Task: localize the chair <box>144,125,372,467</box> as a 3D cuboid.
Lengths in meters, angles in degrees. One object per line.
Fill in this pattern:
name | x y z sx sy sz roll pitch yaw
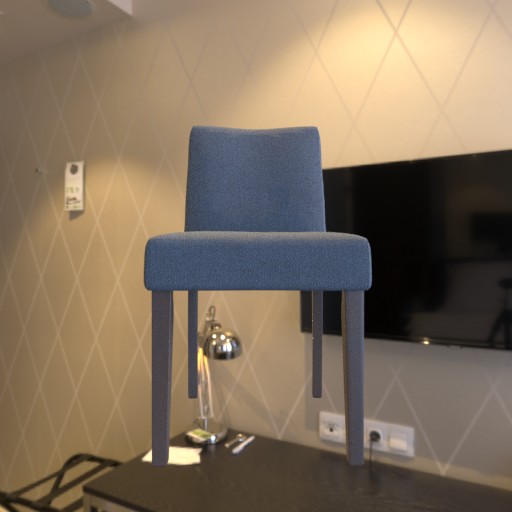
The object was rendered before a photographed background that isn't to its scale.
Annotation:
chair | 0.000 0.000 1.222 0.487 0.882 0.629 0 -1 -1
